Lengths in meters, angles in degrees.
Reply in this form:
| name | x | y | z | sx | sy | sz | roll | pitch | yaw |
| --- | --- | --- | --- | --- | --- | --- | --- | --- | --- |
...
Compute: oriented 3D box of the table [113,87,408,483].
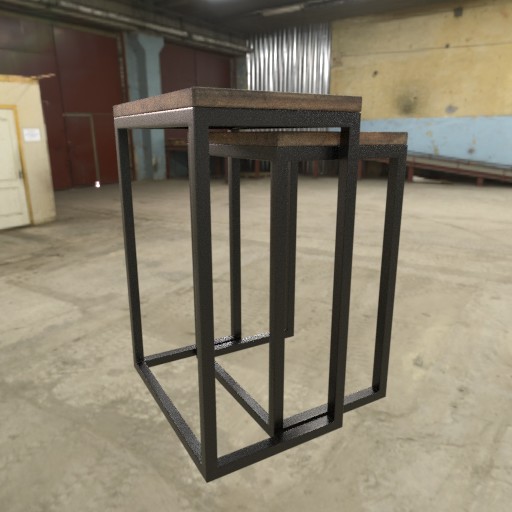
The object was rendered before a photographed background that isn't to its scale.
| name | x | y | z | sx | sy | sz | roll | pitch | yaw |
| --- | --- | --- | --- | --- | --- | --- | --- | --- | --- |
| table | 0.000 | 0.000 | 0.940 | 0.460 | 0.615 | 0.456 | -8 | 17 | -27 |
